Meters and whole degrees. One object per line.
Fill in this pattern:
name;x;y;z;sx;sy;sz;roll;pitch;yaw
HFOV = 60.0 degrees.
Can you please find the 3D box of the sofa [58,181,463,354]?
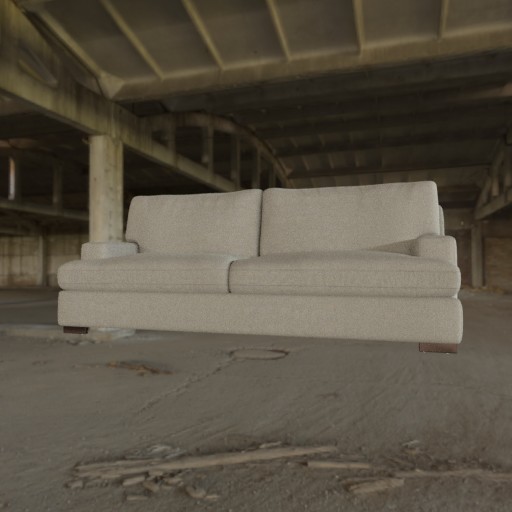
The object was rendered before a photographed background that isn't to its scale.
sofa;0.000;0.000;2.867;2.354;0.980;0.962;0;-1;17
